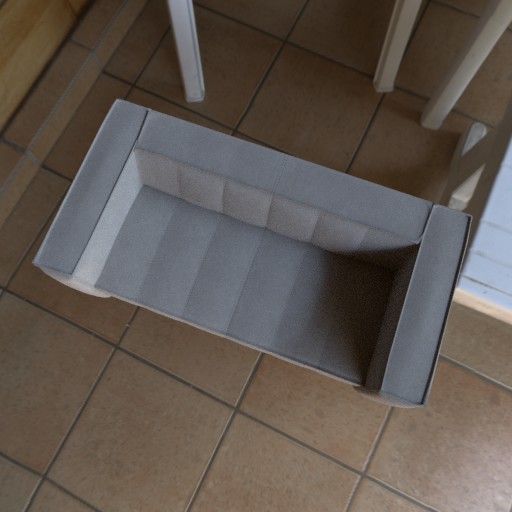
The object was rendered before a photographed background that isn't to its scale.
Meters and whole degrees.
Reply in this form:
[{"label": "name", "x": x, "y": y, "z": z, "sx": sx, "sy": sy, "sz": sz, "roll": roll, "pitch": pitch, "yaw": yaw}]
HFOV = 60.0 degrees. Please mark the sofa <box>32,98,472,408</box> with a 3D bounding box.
[{"label": "sofa", "x": 0.000, "y": 0.000, "z": 2.493, "sx": 1.995, "sy": 0.680, "sz": 1.038, "roll": 19, "pitch": 77, "yaw": 5}]
